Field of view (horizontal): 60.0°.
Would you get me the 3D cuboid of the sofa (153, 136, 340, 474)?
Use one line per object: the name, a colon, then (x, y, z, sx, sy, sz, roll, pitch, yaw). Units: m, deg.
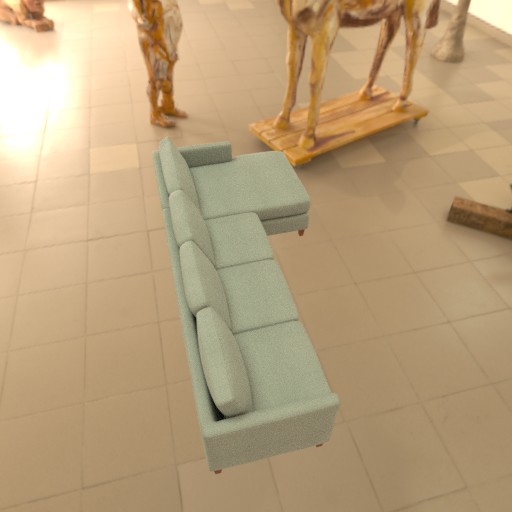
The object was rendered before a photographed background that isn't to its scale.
sofa: (0.000, 0.000, 4.240, 1.604, 0.950, 3.471, -10, 46, -10)
